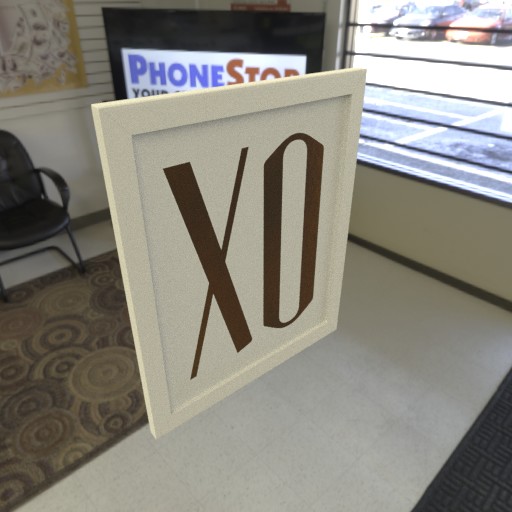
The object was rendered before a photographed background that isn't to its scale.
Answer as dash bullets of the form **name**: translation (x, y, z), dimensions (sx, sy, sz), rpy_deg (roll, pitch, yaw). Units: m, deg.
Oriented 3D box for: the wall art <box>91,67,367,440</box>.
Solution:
- **wall art**: translation (0.000, 0.000, 0.728), dimensions (0.444, 0.536, 0.020), rpy_deg (-23, 37, -33)
